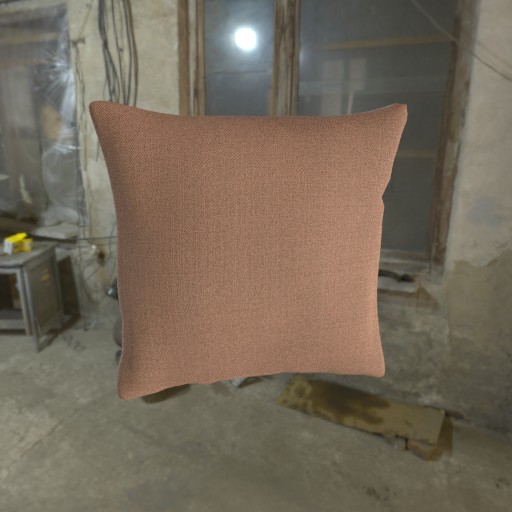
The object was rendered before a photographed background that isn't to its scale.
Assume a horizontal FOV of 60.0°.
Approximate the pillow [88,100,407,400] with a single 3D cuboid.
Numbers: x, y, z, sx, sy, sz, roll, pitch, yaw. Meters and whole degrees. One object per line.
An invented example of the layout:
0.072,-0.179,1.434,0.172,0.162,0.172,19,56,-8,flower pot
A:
0.000,0.000,0.729,0.478,0.479,0.158,-3,16,-9,pillow
